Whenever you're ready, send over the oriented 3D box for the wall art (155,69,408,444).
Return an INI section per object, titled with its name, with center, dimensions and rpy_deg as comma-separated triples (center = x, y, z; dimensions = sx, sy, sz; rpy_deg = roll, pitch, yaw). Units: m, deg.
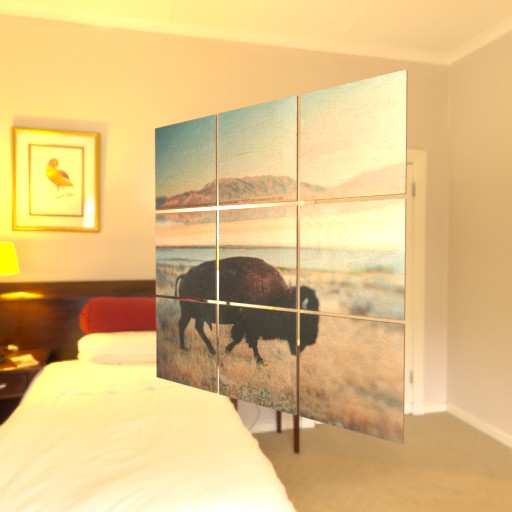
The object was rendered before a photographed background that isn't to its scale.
[wall art]
center = 0.000, 0.000, 2.276
dimensions = 1.533, 1.532, 0.019
rpy_deg = 1, 2, 37
